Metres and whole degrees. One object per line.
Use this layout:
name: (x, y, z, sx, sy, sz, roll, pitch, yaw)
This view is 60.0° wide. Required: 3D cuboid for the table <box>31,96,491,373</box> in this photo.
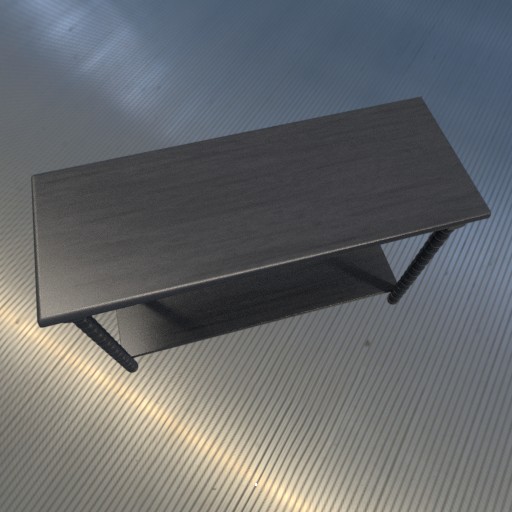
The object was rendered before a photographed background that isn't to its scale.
table: (0.000, 0.000, 1.529, 1.184, 0.735, 0.459, -13, 64, -7)
